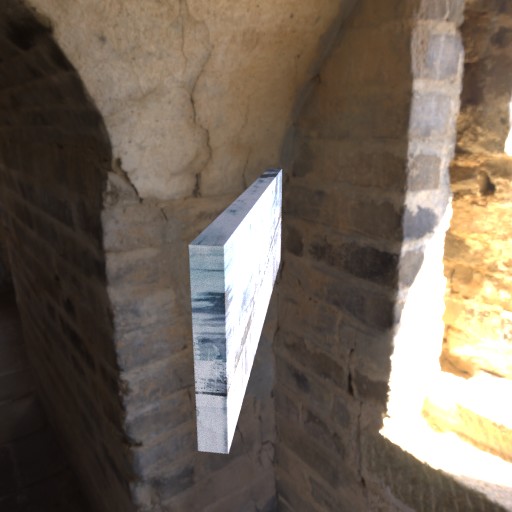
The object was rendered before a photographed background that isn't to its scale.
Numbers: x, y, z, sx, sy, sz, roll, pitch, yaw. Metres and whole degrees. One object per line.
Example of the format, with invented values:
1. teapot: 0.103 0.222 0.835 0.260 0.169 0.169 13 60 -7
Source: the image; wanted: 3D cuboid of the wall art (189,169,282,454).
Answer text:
1. wall art: 0.000 0.000 0.840 0.037 0.251 0.759 2 17 7
